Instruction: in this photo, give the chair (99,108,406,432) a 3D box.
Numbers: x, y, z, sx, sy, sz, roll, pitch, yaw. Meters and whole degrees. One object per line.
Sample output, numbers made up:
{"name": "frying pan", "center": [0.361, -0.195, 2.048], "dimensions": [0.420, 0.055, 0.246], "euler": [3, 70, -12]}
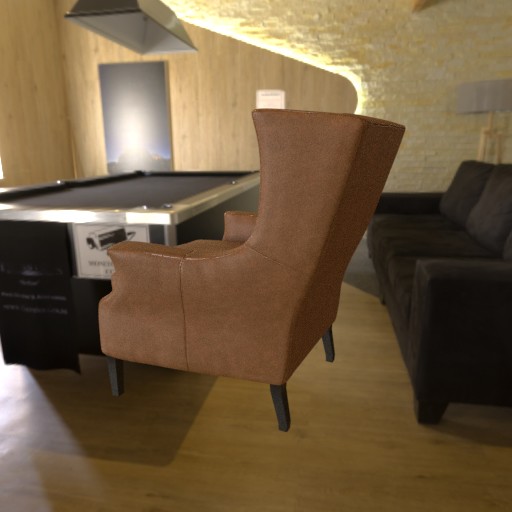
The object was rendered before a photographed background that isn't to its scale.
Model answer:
{"name": "chair", "center": [0.000, 0.000, 1.678], "dimensions": [0.925, 1.016, 0.852], "euler": [7, 16, 25]}
